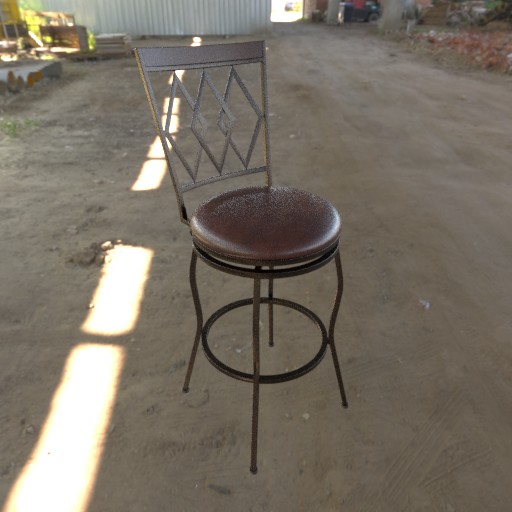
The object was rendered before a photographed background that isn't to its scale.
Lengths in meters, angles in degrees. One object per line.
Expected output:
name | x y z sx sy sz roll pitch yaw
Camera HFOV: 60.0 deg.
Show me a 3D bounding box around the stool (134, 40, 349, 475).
stool | 0.000 0.000 1.338 0.432 1.134 0.521 -21 36 -32
